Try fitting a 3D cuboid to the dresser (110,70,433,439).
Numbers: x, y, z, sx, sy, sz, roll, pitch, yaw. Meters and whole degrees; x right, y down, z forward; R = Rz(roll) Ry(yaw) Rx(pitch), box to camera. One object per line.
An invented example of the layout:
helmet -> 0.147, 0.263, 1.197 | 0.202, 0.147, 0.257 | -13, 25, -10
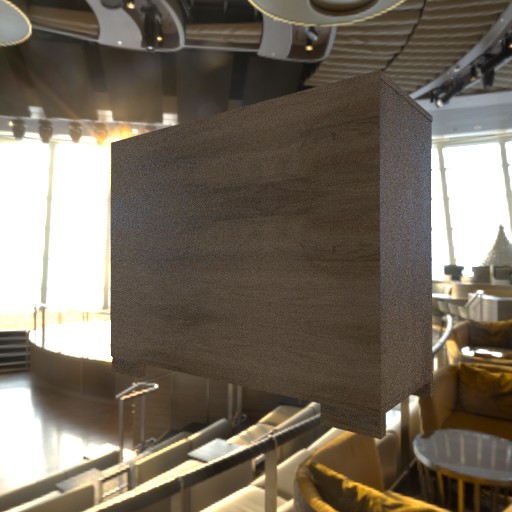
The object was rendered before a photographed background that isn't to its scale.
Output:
dresser -> 0.000, 0.000, 1.435 | 0.994, 0.816, 0.404 | 0, -1, 37
